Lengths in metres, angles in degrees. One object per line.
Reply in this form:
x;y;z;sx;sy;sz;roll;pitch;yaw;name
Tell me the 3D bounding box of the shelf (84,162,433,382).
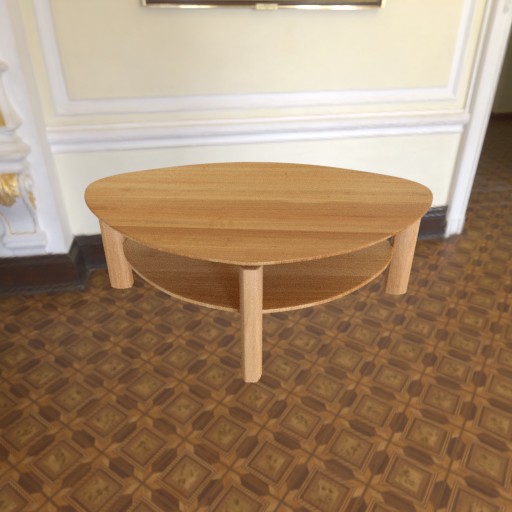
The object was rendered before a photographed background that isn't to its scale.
0.000;0.000;1.618;1.246;0.440;0.845;1;29;2;shelf
